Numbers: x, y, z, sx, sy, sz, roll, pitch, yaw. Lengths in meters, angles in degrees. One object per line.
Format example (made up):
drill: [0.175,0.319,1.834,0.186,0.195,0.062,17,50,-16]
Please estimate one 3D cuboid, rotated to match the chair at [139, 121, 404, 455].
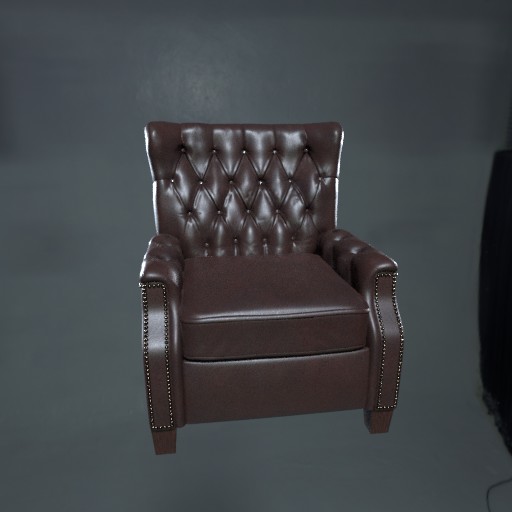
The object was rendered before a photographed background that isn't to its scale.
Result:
chair: [0.000,0.000,1.459,0.709,0.864,0.823,-2,16,-8]
